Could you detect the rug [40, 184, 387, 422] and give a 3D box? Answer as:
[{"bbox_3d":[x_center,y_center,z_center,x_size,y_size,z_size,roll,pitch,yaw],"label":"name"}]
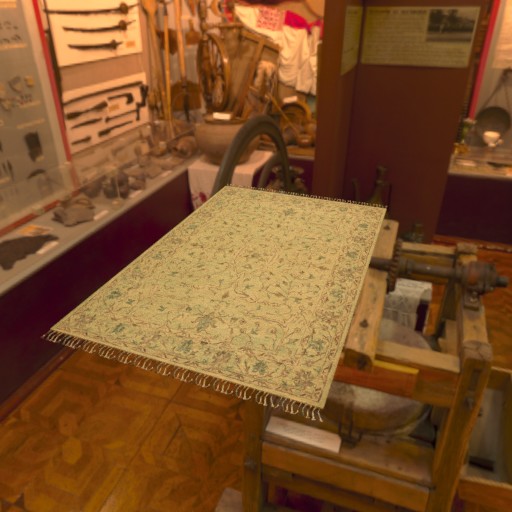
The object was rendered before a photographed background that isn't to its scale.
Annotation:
[{"bbox_3d":[0.000,0.000,3.087,1.544,0.010,2.435,11,32,18],"label":"rug"}]
